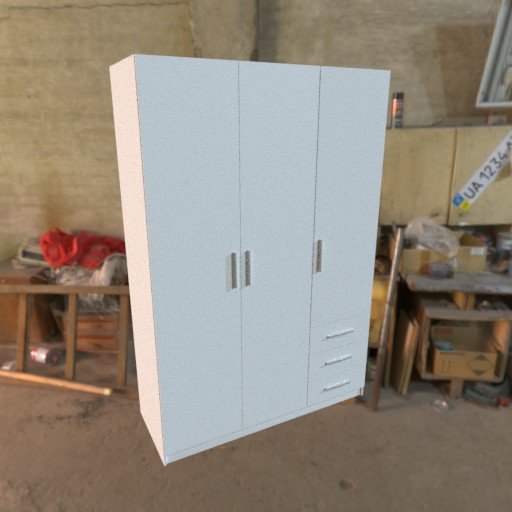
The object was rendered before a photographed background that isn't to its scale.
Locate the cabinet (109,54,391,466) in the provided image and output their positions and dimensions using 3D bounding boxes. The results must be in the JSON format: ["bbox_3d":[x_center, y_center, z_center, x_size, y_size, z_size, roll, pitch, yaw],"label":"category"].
[{"bbox_3d":[0.000,0.000,2.439,1.290,1.910,0.510,-9,19,-27],"label":"cabinet"}]
